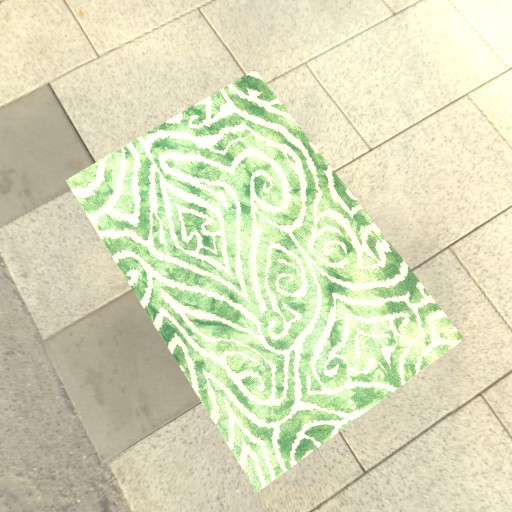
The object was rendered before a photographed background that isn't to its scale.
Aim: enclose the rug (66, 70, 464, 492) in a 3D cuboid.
[{"bbox_3d":[0.000,0.000,2.265,1.220,0.006,1.826,-33,78,-8],"label":"rug"}]
